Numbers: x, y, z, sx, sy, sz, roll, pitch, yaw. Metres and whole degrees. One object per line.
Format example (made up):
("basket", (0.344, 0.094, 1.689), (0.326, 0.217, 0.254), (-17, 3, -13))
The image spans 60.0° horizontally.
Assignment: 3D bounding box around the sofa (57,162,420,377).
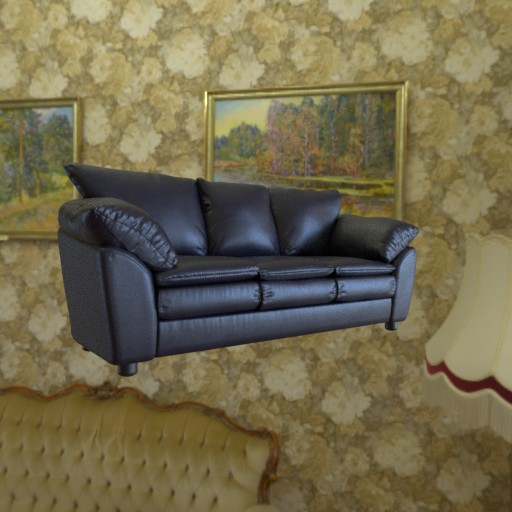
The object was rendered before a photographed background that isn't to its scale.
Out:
("sofa", (0.000, 0.000, 2.861), (2.336, 1.073, 0.880), (-1, 1, -36))
